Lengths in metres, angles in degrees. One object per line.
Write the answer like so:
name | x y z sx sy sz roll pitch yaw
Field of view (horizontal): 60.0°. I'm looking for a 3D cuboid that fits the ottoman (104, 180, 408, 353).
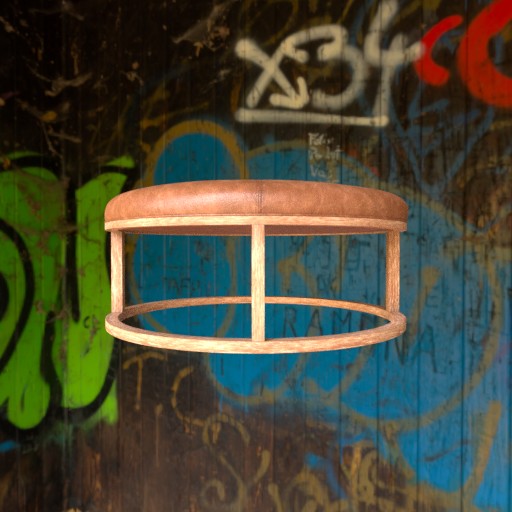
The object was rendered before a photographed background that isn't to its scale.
ottoman | 0.000 0.000 1.546 1.006 0.445 1.006 0 1 0
